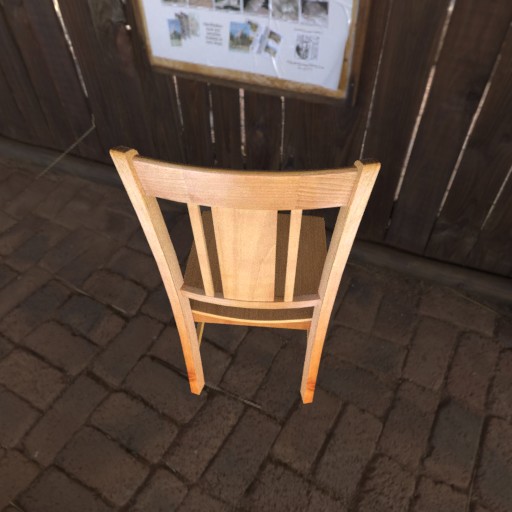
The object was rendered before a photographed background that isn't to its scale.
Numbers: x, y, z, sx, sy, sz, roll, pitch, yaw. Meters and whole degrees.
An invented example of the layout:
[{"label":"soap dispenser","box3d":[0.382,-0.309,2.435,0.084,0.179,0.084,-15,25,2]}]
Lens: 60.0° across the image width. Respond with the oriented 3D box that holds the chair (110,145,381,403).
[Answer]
[{"label":"chair","box3d":[0.000,0.000,1.264,0.450,0.998,0.556,4,46,3]}]
